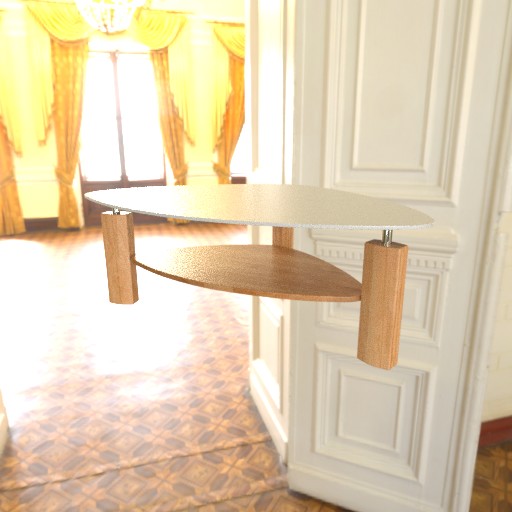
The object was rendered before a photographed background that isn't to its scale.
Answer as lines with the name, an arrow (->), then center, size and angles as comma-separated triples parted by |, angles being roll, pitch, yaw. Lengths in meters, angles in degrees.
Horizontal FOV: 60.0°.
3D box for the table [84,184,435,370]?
table -> 0.000, 0.000, 1.648 | 1.250, 0.440, 0.850 | 8, 18, 27
